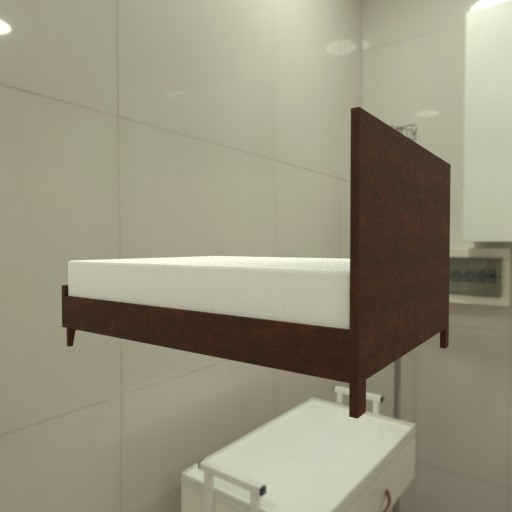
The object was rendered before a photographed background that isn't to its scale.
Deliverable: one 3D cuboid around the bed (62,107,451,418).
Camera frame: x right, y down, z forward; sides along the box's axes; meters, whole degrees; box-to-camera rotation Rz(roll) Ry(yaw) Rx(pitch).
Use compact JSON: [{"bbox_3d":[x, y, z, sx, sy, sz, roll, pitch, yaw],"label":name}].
[{"bbox_3d":[0.000,0.000,3.090,2.184,1.270,1.600,1,2,36],"label":"bed"}]
